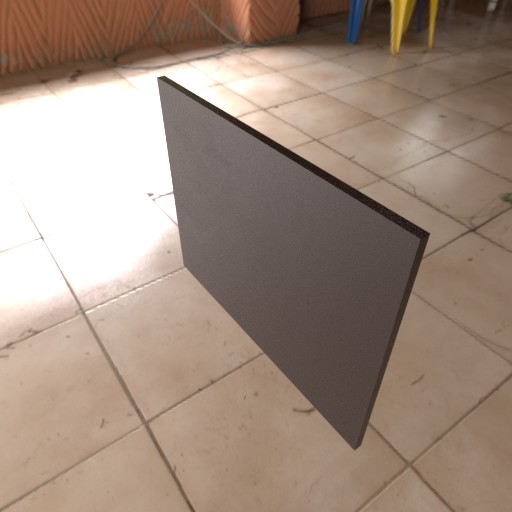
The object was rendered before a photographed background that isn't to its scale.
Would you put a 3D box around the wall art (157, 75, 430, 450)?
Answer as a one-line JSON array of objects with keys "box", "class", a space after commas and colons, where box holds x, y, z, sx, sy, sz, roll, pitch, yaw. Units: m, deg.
[{"box": [0.000, 0.000, 1.617, 0.034, 0.952, 1.207, -26, 47, -27], "class": "wall art"}]
